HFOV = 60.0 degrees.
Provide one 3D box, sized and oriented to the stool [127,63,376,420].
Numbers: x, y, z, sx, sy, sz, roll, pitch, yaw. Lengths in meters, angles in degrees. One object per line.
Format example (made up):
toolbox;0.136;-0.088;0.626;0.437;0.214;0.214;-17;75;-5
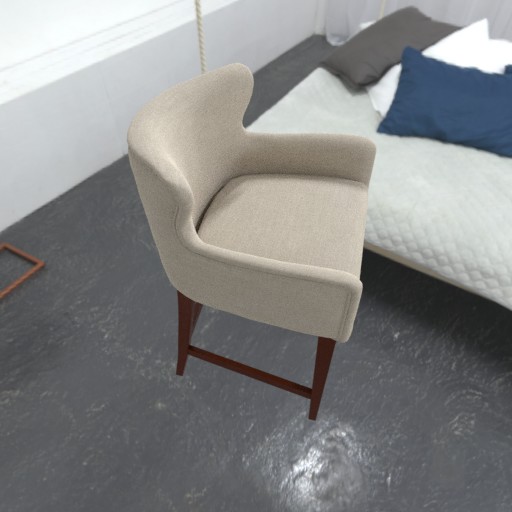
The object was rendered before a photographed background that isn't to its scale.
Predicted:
stool;0.000;0.000;1.425;0.637;0.987;0.615;10;47;9
